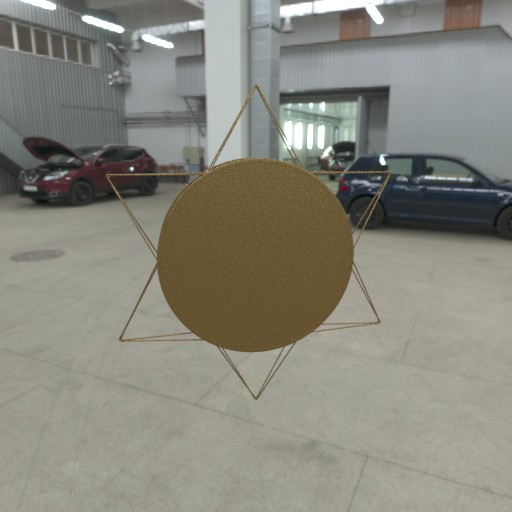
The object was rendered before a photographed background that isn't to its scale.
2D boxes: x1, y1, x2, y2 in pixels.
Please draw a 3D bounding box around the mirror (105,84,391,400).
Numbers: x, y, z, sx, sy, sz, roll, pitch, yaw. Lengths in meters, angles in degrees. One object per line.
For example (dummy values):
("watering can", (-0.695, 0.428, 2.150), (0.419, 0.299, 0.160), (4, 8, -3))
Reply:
("mirror", (0.000, 0.000, 0.798), (0.498, 0.581, 0.062), (-2, 14, -9))
